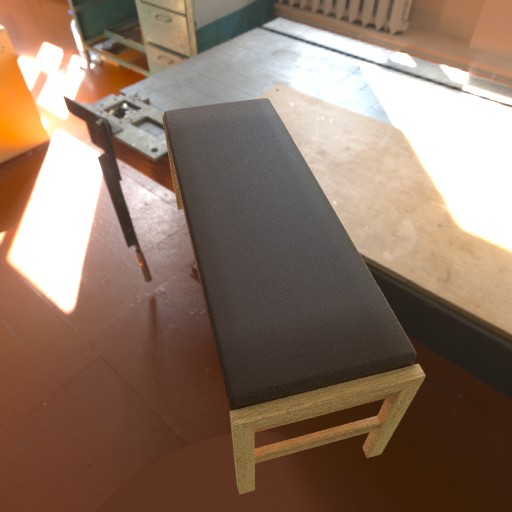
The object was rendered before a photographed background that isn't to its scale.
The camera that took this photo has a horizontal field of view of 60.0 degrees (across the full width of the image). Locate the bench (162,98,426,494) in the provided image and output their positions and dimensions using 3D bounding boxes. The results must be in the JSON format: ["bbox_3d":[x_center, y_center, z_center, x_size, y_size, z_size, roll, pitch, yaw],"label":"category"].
[{"bbox_3d":[0.000,0.000,1.417,0.405,0.480,1.200,-11,48,-10],"label":"bench"}]
